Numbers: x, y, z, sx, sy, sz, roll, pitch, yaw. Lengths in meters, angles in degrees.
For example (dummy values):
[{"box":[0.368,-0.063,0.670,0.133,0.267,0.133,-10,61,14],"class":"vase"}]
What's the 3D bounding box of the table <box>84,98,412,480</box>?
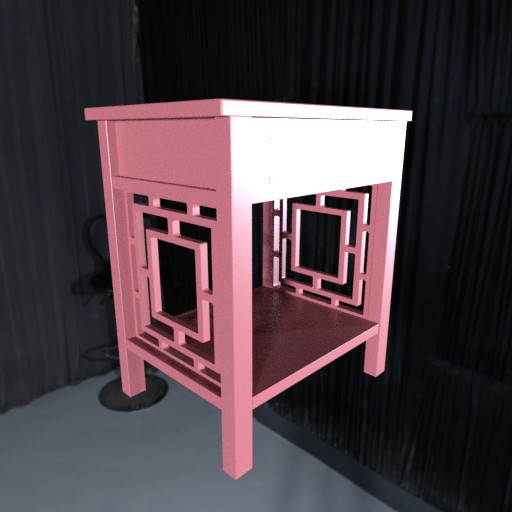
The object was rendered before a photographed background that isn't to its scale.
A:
[{"box":[0.000,0.000,1.092,0.451,0.686,0.599,15,22,43],"class":"table"}]
